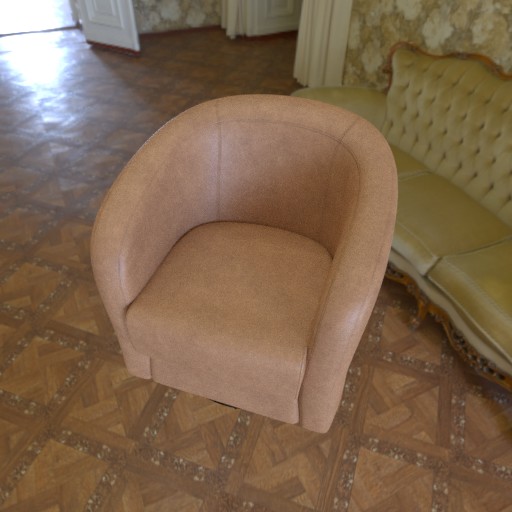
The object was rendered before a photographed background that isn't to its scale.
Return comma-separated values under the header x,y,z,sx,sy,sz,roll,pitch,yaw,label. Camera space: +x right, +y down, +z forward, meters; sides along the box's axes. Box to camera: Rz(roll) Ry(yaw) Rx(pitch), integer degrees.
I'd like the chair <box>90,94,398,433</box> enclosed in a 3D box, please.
x,y,z,sx,sy,sz,roll,pitch,yaw,label
0.000,0.000,1.446,0.791,0.771,0.815,12,43,14,chair
